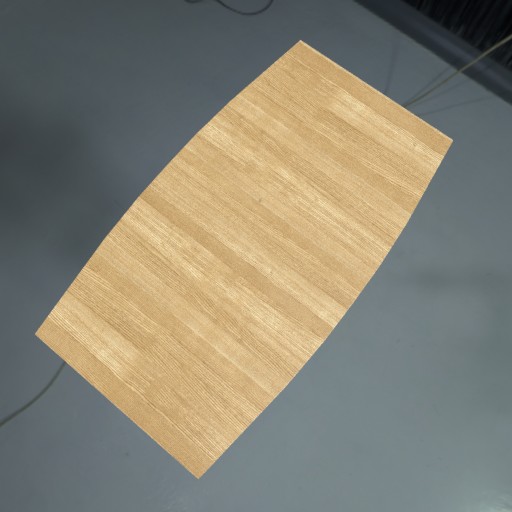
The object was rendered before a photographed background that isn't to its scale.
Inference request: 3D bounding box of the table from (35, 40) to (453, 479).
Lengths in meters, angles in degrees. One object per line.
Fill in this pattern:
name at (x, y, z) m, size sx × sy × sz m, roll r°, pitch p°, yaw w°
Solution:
table at (0.000, 0.000, 2.058) m, size 0.900 × 0.748 × 1.598 m, roll 37°, pitch 79°, yaw 9°
